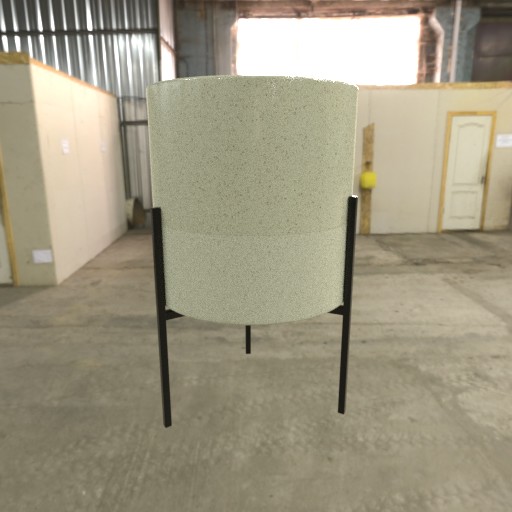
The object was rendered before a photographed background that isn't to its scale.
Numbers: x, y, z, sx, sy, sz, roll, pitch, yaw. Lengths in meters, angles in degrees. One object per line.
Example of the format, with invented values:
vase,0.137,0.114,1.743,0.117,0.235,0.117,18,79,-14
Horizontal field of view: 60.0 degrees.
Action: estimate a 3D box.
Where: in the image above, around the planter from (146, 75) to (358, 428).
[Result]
planter,0.000,0.000,0.549,0.243,0.390,0.234,7,16,26
